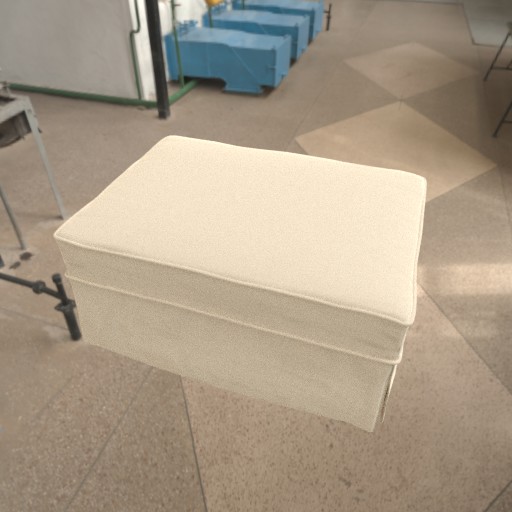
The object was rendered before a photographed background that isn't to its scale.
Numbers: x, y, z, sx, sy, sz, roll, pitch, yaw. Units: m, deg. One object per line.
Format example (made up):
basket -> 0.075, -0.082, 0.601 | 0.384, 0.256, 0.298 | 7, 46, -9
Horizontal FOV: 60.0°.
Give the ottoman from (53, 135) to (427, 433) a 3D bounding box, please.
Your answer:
ottoman -> 0.000, 0.000, 1.371 | 0.944, 0.479, 0.703 | 13, 42, 15
